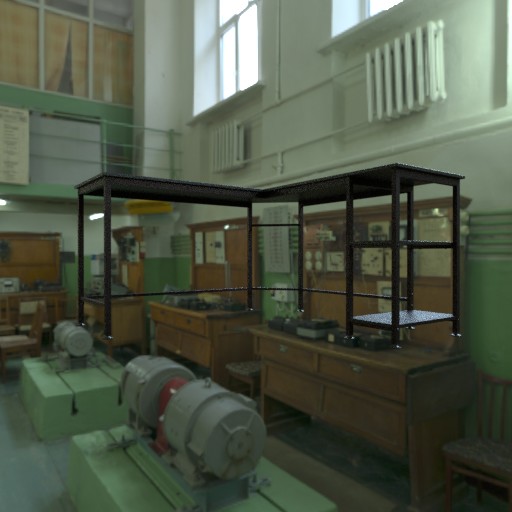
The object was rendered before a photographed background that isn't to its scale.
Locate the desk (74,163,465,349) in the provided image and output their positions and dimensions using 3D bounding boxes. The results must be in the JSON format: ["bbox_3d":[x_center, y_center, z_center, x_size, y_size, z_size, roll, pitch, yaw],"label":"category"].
[{"bbox_3d":[0.000,0.000,2.196,1.379,0.739,1.379,0,0,-36],"label":"desk"}]
